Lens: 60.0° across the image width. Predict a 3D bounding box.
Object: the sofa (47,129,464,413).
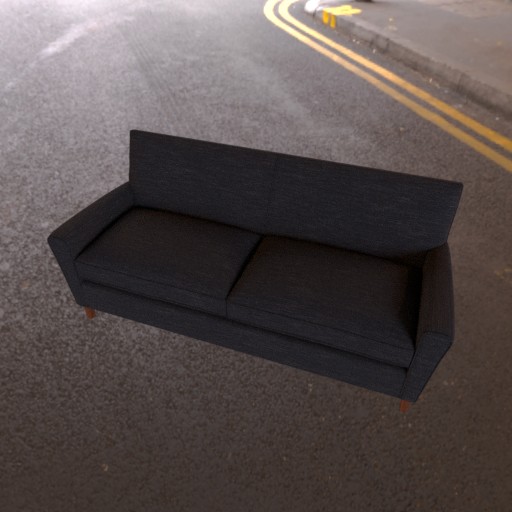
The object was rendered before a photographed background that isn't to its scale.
[{"bbox_3d":[0.000,0.000,2.421,1.976,0.846,0.875,13,41,15],"label":"sofa"}]
